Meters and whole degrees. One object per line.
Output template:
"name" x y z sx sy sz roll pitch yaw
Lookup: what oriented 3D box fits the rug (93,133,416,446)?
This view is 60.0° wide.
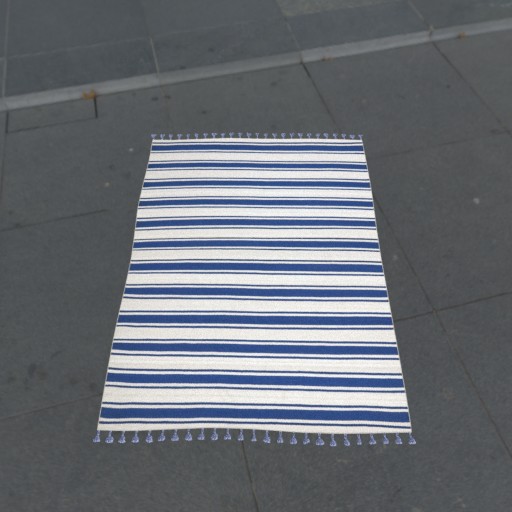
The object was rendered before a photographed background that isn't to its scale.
"rug" 0.000 0.000 4.291 2.471 0.016 3.416 0 58 0
